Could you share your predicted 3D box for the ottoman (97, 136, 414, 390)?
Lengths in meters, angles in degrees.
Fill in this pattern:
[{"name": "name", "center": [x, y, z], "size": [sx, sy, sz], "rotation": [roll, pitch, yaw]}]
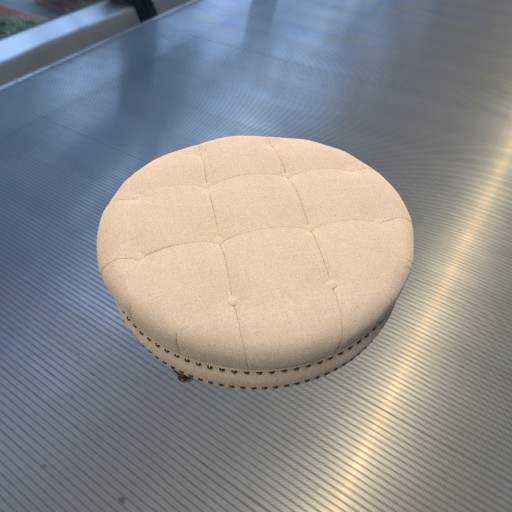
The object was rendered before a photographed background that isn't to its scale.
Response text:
[{"name": "ottoman", "center": [0.000, 0.000, 1.453], "size": [0.940, 0.483, 0.940], "rotation": [0, 46, 0]}]
